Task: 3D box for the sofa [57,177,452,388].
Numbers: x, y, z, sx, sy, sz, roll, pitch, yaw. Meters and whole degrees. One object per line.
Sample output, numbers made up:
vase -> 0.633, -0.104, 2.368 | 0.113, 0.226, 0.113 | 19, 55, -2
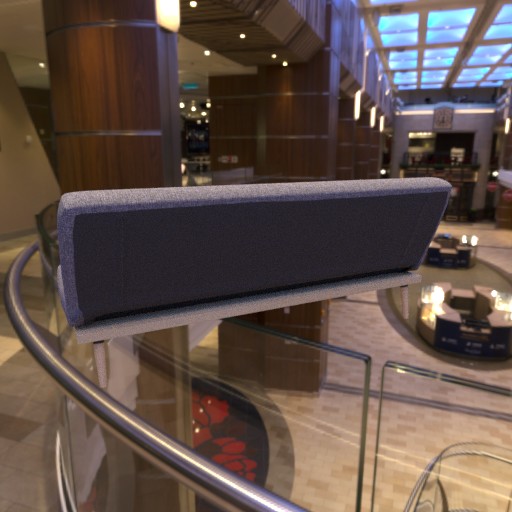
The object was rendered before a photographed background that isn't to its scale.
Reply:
sofa -> 0.000, 0.000, 2.225 | 1.820, 0.770, 0.820 | -7, 15, -26
